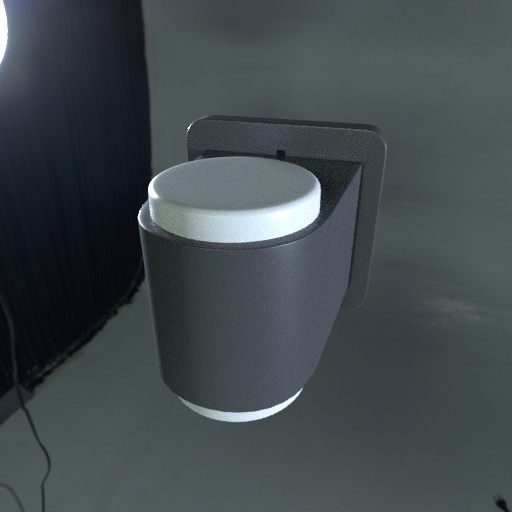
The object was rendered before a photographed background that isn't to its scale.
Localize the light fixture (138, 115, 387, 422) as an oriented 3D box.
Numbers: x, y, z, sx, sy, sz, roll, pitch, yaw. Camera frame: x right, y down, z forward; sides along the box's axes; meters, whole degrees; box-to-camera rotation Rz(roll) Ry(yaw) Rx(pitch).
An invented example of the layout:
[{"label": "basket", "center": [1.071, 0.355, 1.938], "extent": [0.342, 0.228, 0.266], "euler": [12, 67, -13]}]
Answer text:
[{"label": "light fixture", "center": [0.000, 0.000, 0.217], "extent": [0.109, 0.109, 0.132], "euler": [8, 29, 15]}]
